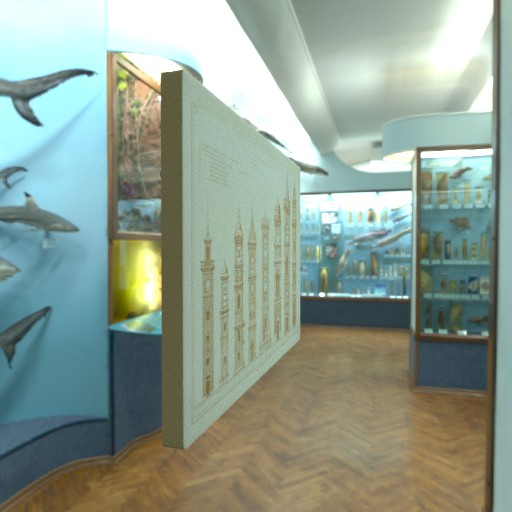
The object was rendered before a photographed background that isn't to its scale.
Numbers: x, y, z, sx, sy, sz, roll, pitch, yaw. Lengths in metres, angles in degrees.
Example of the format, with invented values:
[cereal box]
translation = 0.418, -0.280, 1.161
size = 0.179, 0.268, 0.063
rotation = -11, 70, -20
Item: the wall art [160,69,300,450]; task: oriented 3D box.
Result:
[wall art]
translation = 0.000, 0.000, 0.477
size = 0.019, 0.254, 0.380
rotation = 0, 1, 17
